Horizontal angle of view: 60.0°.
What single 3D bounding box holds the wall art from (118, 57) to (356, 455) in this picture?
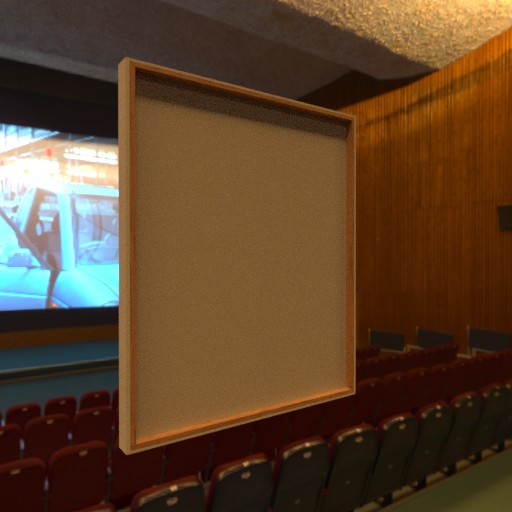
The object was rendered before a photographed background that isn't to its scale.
[{"bbox_3d":[0.000,0.000,0.834,0.508,0.606,0.037,0,1,-35],"label":"wall art"}]
